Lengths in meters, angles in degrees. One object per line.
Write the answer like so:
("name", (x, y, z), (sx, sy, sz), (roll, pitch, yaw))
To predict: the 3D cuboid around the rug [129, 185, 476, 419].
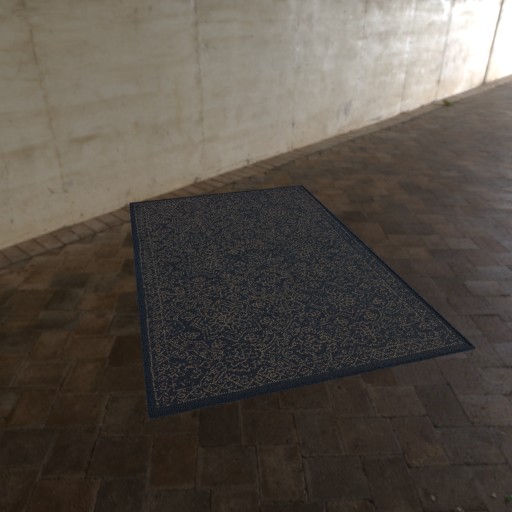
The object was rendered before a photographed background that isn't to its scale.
("rug", (0.000, 0.000, 2.299), (1.219, 0.010, 1.829), (-8, 30, -14))
